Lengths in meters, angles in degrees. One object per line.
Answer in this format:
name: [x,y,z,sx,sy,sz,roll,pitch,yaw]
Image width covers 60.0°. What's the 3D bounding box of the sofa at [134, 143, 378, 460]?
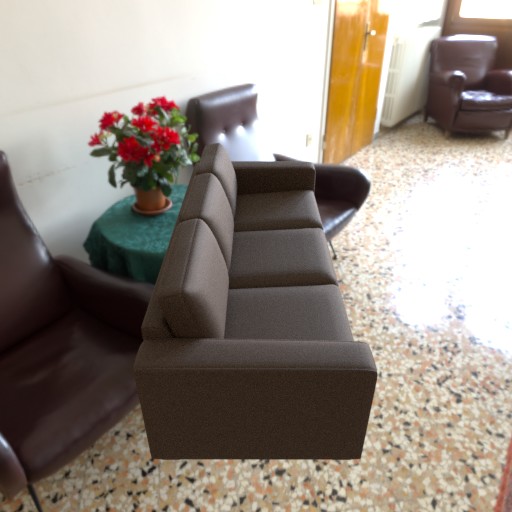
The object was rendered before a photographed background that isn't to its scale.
sofa: [0.000,0.000,2.584,0.900,0.806,2.160,0,32,0]
